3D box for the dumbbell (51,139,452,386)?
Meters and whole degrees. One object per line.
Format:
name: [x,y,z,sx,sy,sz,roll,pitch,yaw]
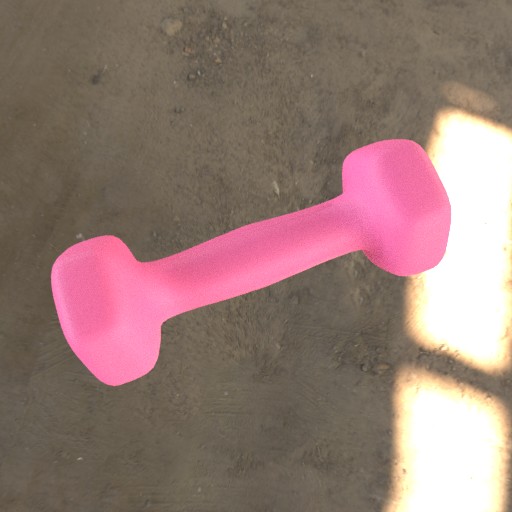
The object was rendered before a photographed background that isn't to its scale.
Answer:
dumbbell: [0.000,0.000,0.174,0.146,0.053,0.058,-19,75,-5]
